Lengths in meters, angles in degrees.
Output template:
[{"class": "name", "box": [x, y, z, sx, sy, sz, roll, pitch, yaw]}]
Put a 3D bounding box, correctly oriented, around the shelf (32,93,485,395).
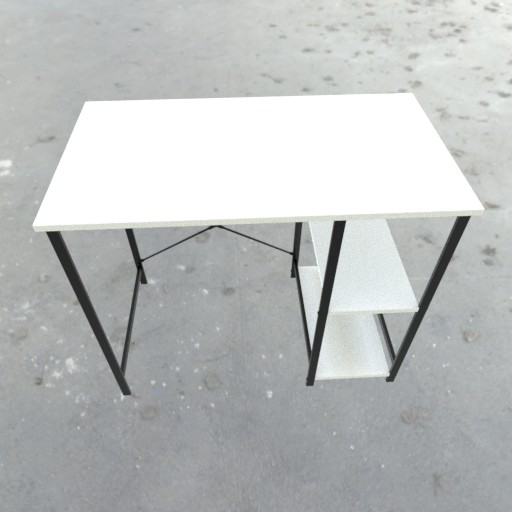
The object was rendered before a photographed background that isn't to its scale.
[{"class": "shelf", "box": [0.000, 0.000, 1.324, 0.902, 0.750, 0.498, -2, 47, -2]}]
